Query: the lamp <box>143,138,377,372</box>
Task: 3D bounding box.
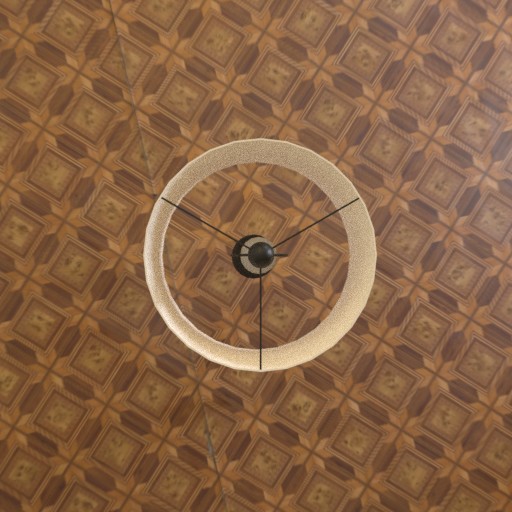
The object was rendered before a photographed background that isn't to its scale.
[{"bbox_3d":[0.000,0.000,0.855,0.349,0.667,0.349,0,90,-1],"label":"lamp"}]
